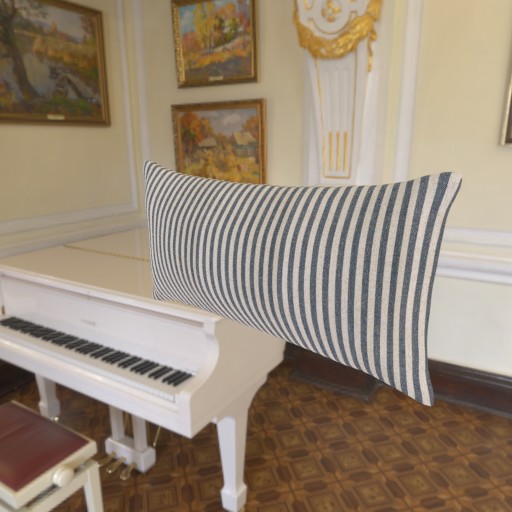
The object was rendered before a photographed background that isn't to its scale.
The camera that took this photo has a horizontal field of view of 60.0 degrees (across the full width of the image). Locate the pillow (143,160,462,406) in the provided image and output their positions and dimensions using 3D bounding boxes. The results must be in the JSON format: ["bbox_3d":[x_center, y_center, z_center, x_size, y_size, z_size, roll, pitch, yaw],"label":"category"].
[{"bbox_3d":[0.000,0.000,0.726,0.617,0.295,0.151,13,19,41],"label":"pillow"}]
